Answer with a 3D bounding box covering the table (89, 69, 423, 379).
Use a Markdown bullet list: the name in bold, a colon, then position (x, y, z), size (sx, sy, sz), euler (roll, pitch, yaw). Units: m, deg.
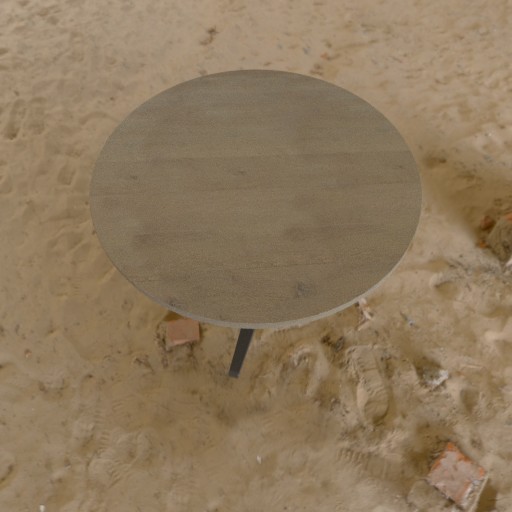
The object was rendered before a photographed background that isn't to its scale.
- **table**: position (0.000, 0.000, 1.415), size (0.800, 0.780, 0.800), euler (0, 58, 0)
